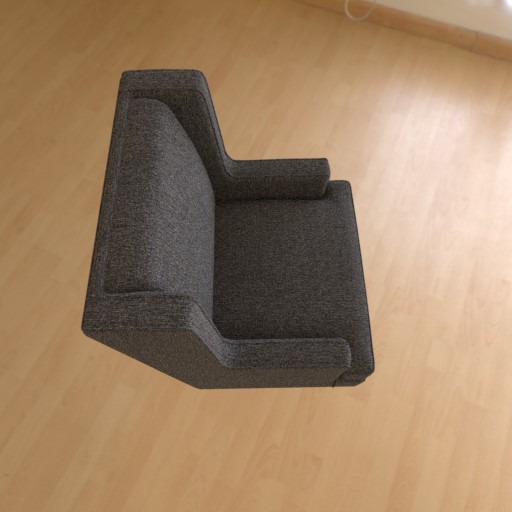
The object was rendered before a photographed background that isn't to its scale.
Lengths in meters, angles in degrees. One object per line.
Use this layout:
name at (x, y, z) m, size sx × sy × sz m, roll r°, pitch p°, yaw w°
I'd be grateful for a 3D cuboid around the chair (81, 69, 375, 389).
chair at (0.000, 0.000, 1.811) m, size 0.927 × 1.082 × 0.942 m, roll -1°, pitch 64°, yaw 0°
